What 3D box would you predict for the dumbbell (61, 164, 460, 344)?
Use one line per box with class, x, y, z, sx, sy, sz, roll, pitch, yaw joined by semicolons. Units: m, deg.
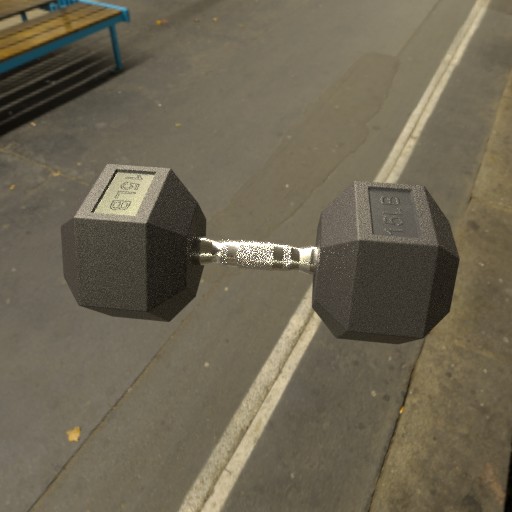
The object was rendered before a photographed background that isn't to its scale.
dumbbell;0.000;0.000;0.335;0.271;0.106;0.122;5;46;5
